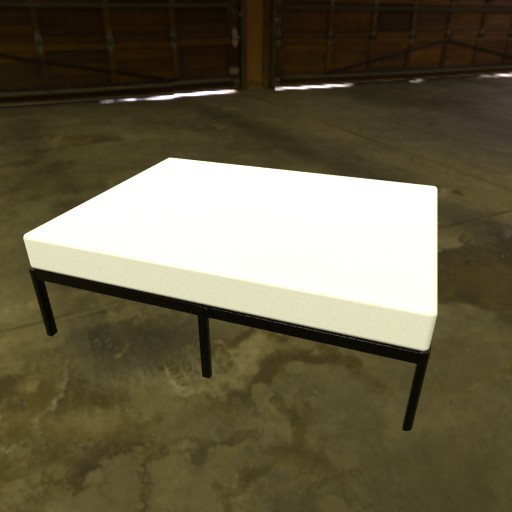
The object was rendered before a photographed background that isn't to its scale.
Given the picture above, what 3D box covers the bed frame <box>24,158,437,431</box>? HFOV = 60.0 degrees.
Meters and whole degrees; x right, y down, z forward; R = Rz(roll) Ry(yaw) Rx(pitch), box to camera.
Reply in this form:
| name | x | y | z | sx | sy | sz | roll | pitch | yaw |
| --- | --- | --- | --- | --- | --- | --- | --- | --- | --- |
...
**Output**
| name | x | y | z | sx | sy | sz | roll | pitch | yaw |
| --- | --- | --- | --- | --- | --- | --- | --- | --- | --- |
| bed frame | 0.000 | 0.000 | 2.788 | 2.072 | 0.659 | 1.557 | 10 | 30 | 17 |
